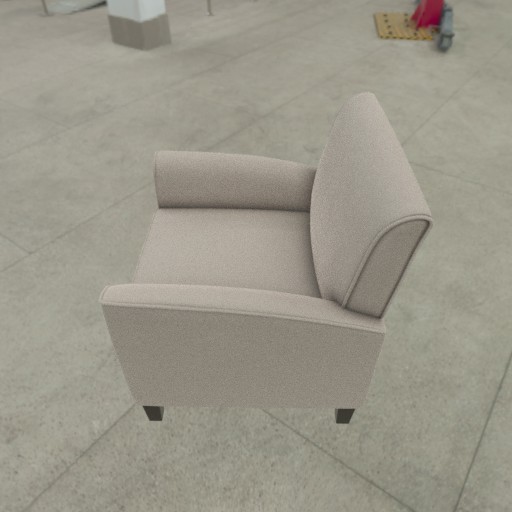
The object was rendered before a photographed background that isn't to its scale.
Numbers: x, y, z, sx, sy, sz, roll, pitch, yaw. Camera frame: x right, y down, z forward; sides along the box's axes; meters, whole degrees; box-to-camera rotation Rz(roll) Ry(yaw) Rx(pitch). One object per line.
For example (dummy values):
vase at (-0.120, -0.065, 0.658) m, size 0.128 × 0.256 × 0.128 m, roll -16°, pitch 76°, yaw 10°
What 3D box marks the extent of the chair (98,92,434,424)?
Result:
chair at (0.000, 0.000, 1.551) m, size 0.820 × 0.915 × 0.820 m, roll 1°, pitch 41°, yaw 1°
